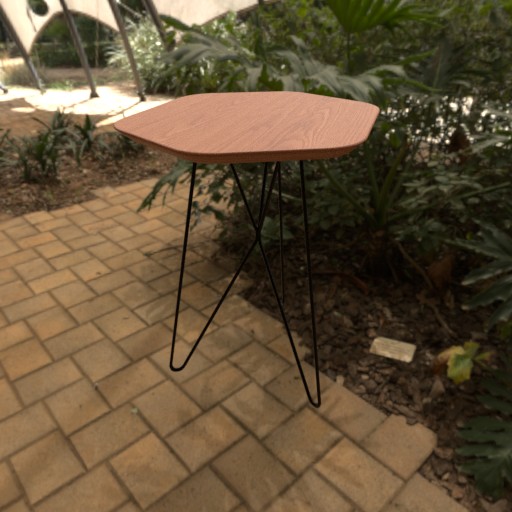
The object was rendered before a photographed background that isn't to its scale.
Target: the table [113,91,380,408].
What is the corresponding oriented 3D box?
[{"bbox_3d":[0.000,0.000,0.901,0.400,0.562,0.500,9,30,16],"label":"table"}]
